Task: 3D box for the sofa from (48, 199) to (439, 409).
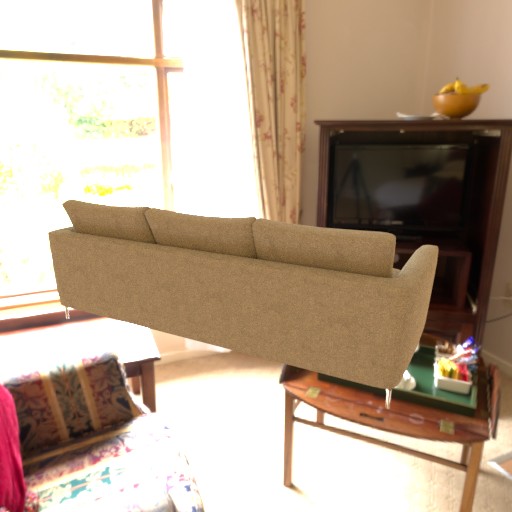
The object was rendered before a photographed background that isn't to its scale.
[{"bbox_3d":[0.000,0.000,3.201,2.438,0.864,1.626,8,18,27],"label":"sofa"}]
